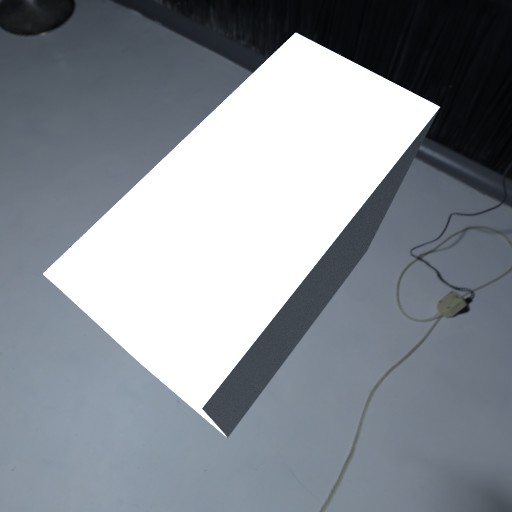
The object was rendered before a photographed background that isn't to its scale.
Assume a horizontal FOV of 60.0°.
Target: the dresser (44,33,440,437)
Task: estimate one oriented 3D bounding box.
[{"bbox_3d":[0.000,0.000,1.258,0.420,0.740,0.830,35,69,15],"label":"dresser"}]
